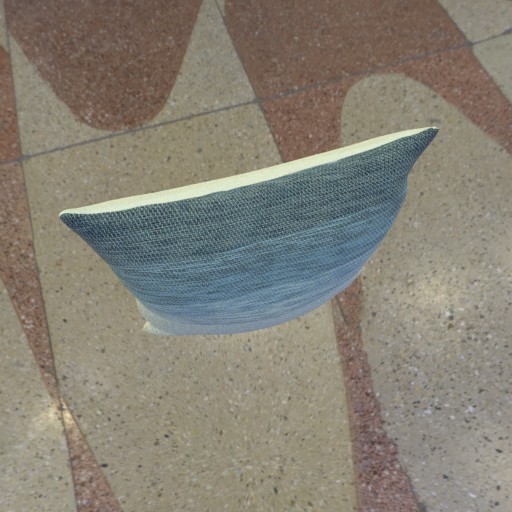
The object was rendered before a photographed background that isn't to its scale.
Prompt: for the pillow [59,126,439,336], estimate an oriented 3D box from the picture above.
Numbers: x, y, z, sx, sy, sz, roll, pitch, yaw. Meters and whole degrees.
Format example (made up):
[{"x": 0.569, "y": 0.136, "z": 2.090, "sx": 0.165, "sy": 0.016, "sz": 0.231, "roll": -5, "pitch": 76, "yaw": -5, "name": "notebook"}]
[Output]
[{"x": 0.000, "y": 0.000, "z": 0.671, "sx": 0.440, "sy": 0.441, "sz": 0.182, "roll": -15, "pitch": 66, "yaw": -7, "name": "pillow"}]
